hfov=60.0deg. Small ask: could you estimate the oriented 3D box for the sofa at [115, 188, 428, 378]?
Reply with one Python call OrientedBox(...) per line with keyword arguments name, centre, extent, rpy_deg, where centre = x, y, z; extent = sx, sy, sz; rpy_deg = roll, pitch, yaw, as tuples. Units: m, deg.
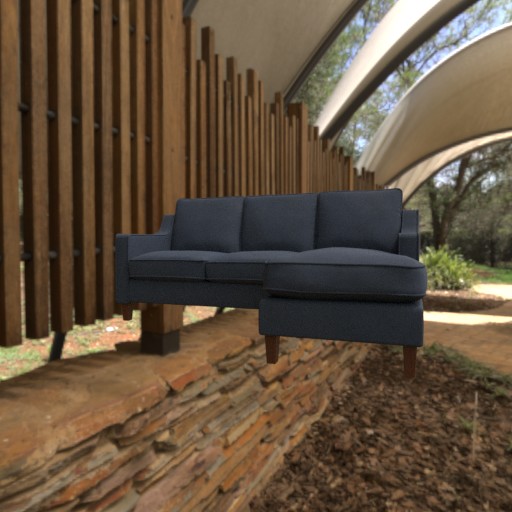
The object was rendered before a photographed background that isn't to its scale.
OrientedBox(name="sofa", centre=(0.000, 0.000, 3.255), extent=(2.317, 1.066, 1.858), rpy_deg=(1, 2, 19))
